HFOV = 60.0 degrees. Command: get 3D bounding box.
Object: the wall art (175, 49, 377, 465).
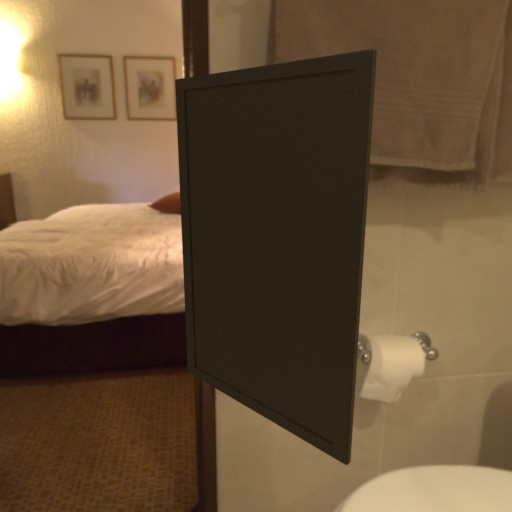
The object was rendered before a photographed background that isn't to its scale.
[{"bbox_3d":[0.000,0.000,0.836,0.451,0.661,0.012,14,20,43],"label":"wall art"}]
